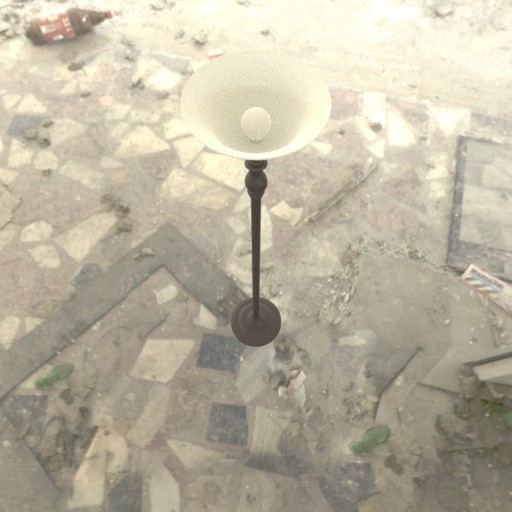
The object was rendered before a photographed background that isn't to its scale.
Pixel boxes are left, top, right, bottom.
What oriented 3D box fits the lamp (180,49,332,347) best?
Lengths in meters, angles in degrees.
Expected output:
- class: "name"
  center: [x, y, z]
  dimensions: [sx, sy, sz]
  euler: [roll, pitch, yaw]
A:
- class: "lamp"
  center: [0.000, 0.000, 1.984]
  dimensions: [0.405, 1.797, 0.405]
  euler: [32, 67, 16]
